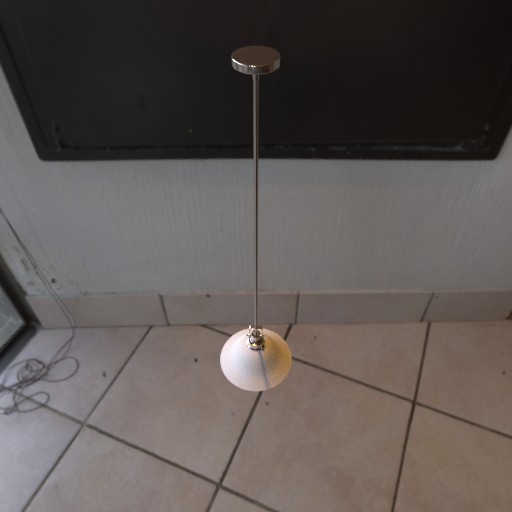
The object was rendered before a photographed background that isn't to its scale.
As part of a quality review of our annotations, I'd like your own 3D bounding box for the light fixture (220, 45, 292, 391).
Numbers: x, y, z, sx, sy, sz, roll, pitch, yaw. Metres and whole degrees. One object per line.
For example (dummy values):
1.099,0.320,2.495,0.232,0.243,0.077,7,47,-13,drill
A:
0.000,0.000,1.517,0.324,1.354,0.324,3,47,3,light fixture
